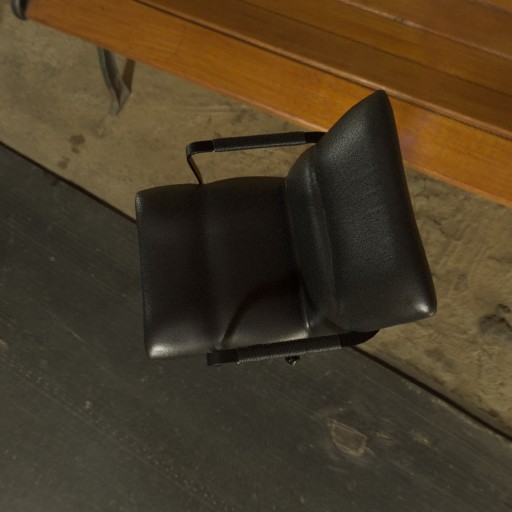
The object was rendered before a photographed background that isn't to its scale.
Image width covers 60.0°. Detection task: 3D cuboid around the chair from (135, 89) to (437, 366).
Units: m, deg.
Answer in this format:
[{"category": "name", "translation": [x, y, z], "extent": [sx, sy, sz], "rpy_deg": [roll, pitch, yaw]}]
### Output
[{"category": "chair", "translation": [0.000, 0.000, 1.451], "extent": [0.748, 0.922, 0.719], "rpy_deg": [-7, 76, -2]}]
